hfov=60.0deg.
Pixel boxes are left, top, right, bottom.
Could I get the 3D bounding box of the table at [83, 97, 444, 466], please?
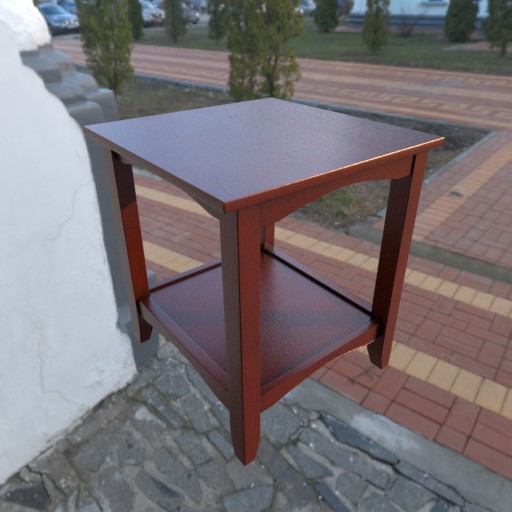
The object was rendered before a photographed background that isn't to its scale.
[{"bbox_3d":[0.000,0.000,0.999,0.522,0.558,0.523,-20,35,-31],"label":"table"}]
